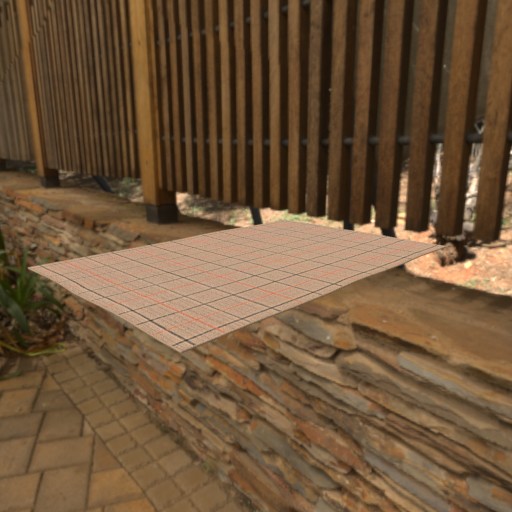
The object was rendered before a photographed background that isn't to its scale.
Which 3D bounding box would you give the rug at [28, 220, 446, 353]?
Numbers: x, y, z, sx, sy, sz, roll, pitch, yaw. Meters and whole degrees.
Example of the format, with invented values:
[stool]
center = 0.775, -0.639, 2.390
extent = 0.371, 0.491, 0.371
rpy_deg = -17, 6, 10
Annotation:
[rug]
center = 0.000, 0.000, 2.301
extent = 1.220, 0.013, 1.829
rpy_deg = 14, 20, 43
